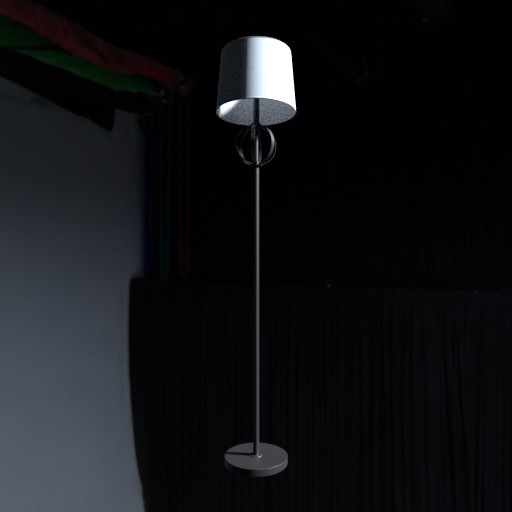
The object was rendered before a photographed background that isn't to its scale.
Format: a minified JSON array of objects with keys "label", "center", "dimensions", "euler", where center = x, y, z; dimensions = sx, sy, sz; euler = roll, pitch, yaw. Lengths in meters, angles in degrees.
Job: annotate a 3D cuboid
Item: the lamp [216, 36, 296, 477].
[{"label":"lamp","center":[0.000,0.000,1.590],"dimensions":[0.286,1.462,0.286],"euler":[-1,-2,37]}]
